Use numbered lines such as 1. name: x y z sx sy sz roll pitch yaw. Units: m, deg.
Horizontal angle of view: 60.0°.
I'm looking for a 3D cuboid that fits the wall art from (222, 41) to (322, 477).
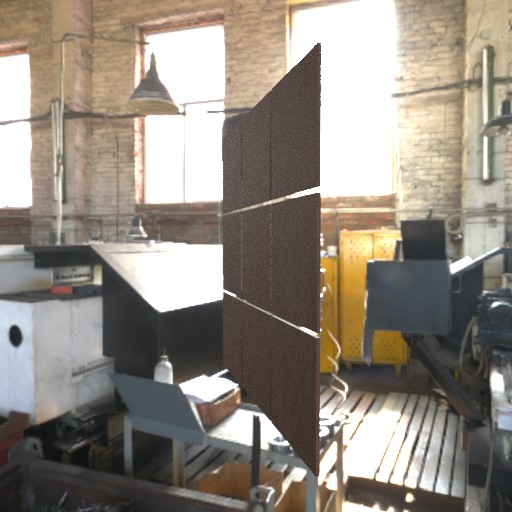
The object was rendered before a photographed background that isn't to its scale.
1. wall art: 0.000 0.000 2.283 0.014 1.525 1.527 -1 2 -17
